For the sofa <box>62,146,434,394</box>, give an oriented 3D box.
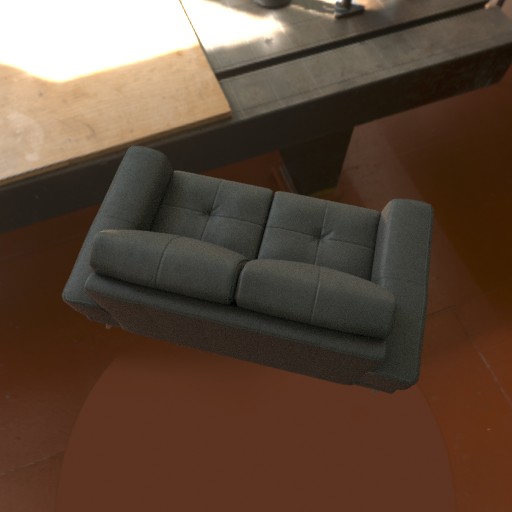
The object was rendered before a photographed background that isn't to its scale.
[{"bbox_3d":[0.000,0.000,2.386,1.806,0.907,1.018,12,64,6],"label":"sofa"}]
